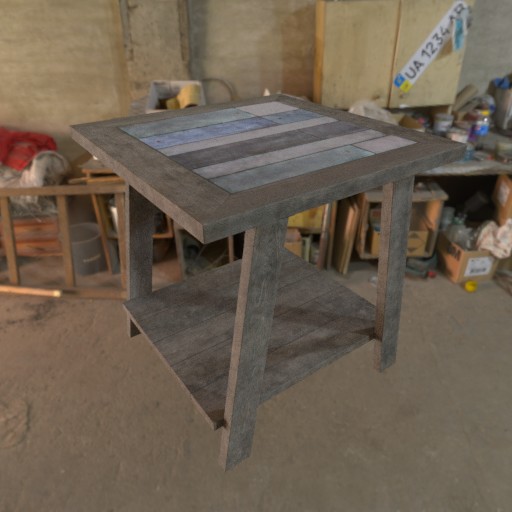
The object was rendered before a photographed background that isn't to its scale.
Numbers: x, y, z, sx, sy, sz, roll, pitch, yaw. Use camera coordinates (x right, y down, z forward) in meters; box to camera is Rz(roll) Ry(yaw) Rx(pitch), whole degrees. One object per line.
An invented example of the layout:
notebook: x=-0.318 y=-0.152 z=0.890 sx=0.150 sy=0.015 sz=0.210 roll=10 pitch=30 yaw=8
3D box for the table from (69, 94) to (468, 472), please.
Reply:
table: x=0.000 y=0.000 z=1.106 sx=0.610 sy=0.610 sz=0.610 roll=-20 pitch=37 yaw=-30
